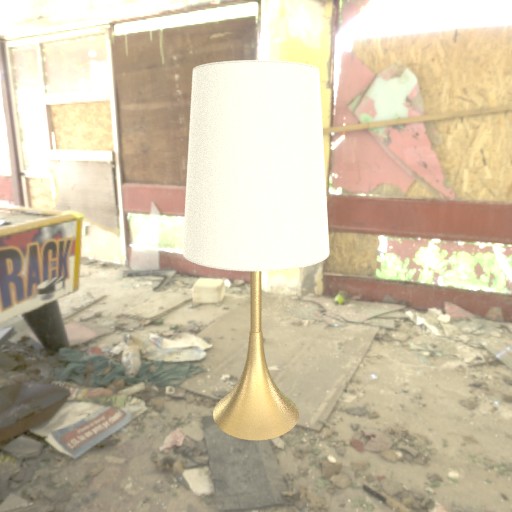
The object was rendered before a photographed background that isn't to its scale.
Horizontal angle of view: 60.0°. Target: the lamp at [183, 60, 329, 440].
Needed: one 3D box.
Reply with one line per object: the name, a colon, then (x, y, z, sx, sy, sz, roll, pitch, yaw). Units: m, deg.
lamp: (0.000, 0.000, 0.707, 0.231, 0.569, 0.231, 0, 15, 0)
